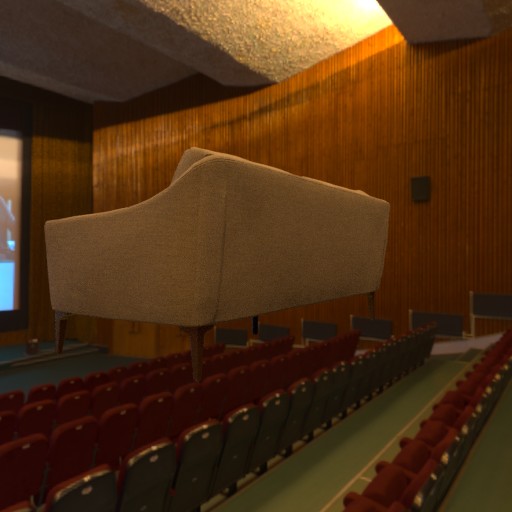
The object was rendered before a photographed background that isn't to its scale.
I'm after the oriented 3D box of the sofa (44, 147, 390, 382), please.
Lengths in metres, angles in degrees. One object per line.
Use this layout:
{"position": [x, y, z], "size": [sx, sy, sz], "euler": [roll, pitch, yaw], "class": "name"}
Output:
{"position": [0.000, 0.000, 2.579], "size": [0.980, 0.913, 2.036], "euler": [0, 1, 35], "class": "sofa"}
